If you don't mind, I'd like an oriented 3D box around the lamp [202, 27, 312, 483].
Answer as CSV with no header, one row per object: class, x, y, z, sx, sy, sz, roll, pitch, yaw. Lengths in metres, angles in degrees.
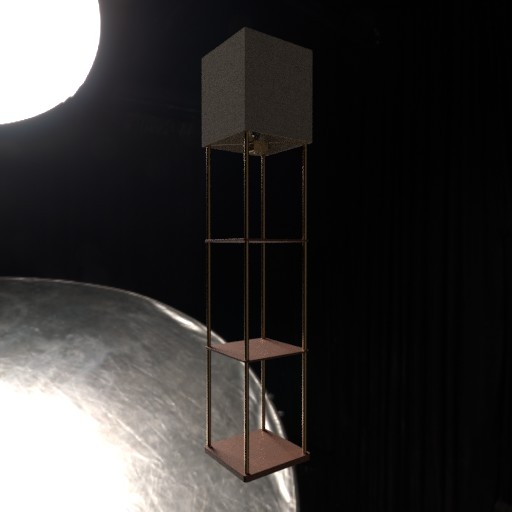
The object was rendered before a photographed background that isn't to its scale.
lamp,0.000,0.000,1.736,0.310,1.569,0.308,-1,1,-35
